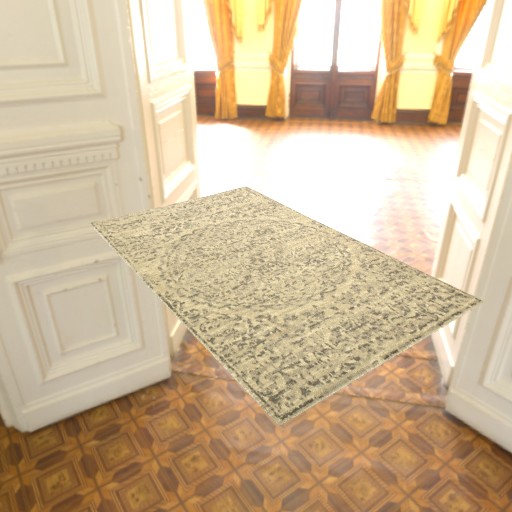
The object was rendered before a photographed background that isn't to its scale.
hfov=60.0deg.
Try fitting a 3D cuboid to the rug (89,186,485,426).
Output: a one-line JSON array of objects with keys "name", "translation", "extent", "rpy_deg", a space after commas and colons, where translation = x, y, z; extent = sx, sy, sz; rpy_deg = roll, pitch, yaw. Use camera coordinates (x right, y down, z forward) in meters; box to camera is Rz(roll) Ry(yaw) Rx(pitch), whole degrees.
[{"name": "rug", "translation": [0.000, 0.000, 3.061], "extent": [1.527, 0.021, 2.447], "rpy_deg": [-19, 34, -31]}]
